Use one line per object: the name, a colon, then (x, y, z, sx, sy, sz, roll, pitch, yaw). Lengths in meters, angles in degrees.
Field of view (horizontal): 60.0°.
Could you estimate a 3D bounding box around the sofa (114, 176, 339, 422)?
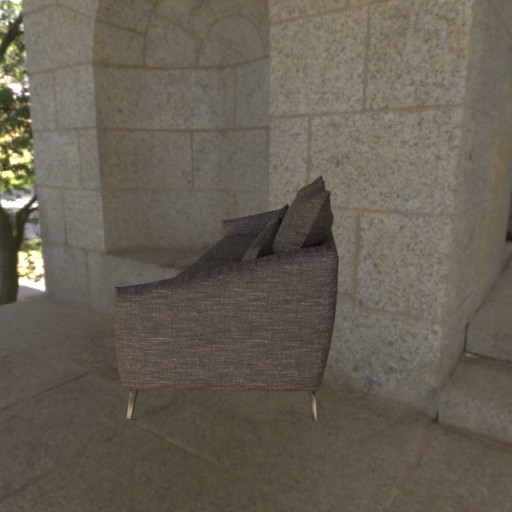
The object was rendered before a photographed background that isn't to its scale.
sofa: (0.000, 0.000, 2.490, 0.807, 0.843, 2.019, 2, 12, 7)
